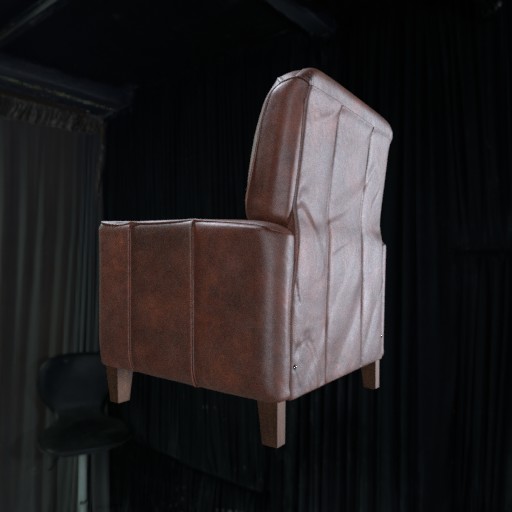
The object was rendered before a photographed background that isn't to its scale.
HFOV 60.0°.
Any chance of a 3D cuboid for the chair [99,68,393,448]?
[{"bbox_3d":[0.000,0.000,1.669,0.836,1.043,0.843,-1,-2,36],"label":"chair"}]
